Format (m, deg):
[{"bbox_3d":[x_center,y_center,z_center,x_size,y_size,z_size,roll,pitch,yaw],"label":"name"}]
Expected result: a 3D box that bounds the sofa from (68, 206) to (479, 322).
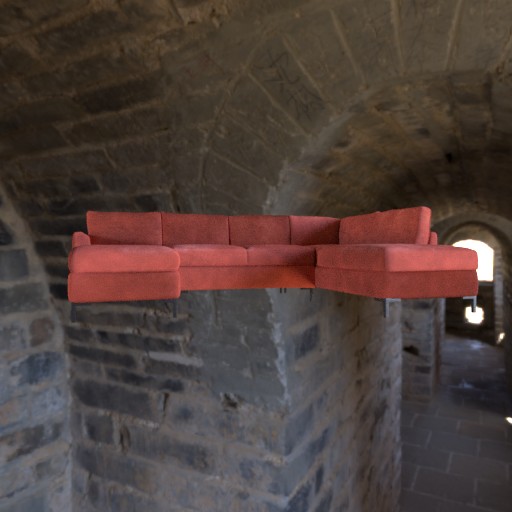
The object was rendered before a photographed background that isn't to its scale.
[{"bbox_3d":[0.000,0.000,3.825,2.971,0.858,1.981,0,1,-18],"label":"sofa"}]
